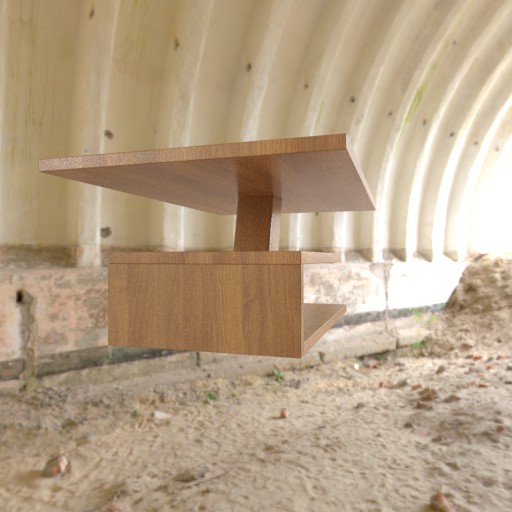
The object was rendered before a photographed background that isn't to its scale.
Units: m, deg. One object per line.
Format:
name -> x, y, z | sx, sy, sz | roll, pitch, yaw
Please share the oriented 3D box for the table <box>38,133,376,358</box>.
table -> 0.000, 0.000, 1.436 | 0.700, 0.442, 1.100 | 0, 0, 18
